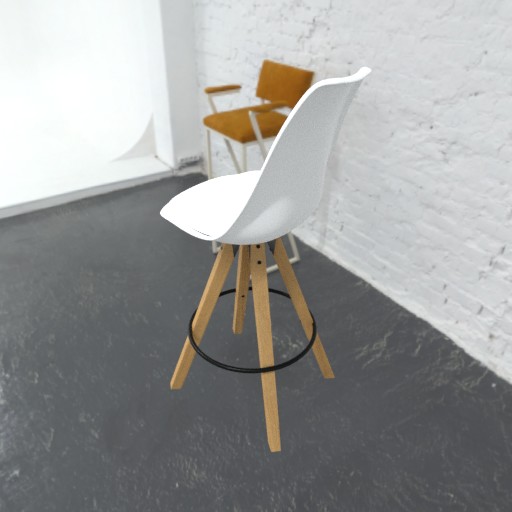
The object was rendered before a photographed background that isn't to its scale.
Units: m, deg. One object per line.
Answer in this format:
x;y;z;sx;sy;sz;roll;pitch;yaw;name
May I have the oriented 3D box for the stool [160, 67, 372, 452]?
0.000;0.000;1.381;0.549;1.115;0.482;20;37;30;stool
